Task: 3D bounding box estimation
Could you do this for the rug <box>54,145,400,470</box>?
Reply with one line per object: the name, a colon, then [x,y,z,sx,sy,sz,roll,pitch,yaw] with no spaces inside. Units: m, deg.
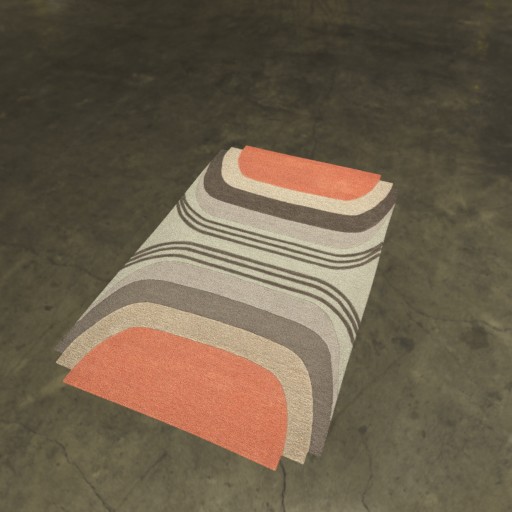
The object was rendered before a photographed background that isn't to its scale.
rug: [0.000,0.000,2.939,1.530,0.017,2.446,16,48,15]
